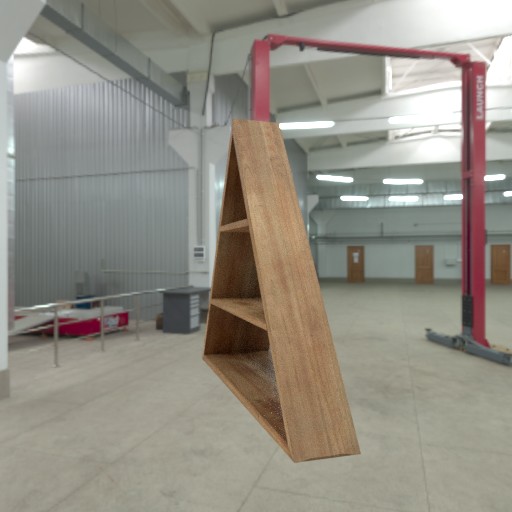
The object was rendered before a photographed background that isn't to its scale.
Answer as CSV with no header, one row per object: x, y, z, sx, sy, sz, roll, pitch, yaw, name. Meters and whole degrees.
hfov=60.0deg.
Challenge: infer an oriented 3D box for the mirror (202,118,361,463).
0.000,0.000,0.897,0.100,0.548,0.631,0,0,-18,mirror
